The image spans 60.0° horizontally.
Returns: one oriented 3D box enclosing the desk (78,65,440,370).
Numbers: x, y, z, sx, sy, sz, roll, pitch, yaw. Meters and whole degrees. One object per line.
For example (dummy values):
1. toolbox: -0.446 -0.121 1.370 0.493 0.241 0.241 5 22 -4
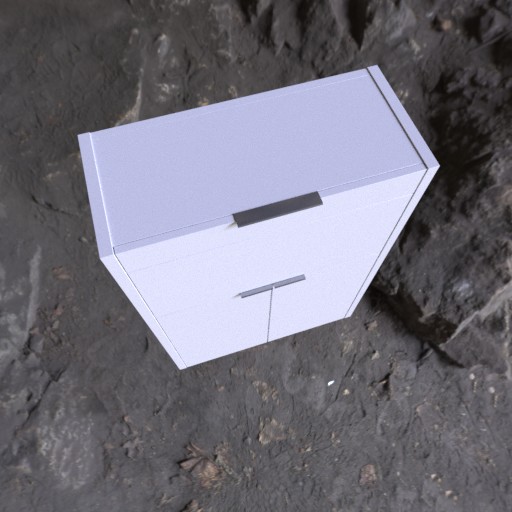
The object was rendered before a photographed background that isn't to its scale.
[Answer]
1. desk: 0.000 0.000 1.660 0.850 1.190 0.390 -16 65 -8
